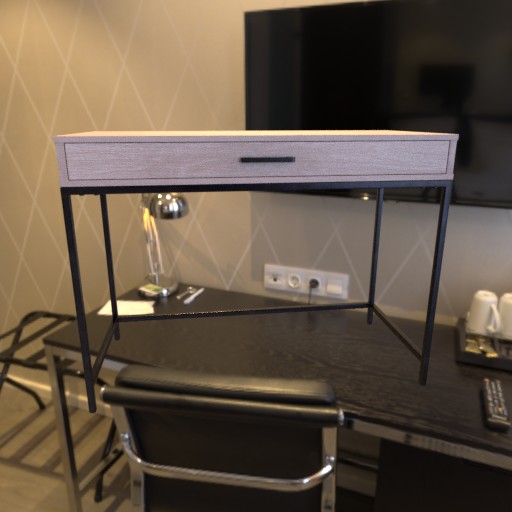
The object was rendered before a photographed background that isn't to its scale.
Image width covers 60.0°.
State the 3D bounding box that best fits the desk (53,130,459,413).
[{"bbox_3d":[0.000,0.000,1.421,1.016,0.762,0.470,-2,17,-7],"label":"desk"}]
